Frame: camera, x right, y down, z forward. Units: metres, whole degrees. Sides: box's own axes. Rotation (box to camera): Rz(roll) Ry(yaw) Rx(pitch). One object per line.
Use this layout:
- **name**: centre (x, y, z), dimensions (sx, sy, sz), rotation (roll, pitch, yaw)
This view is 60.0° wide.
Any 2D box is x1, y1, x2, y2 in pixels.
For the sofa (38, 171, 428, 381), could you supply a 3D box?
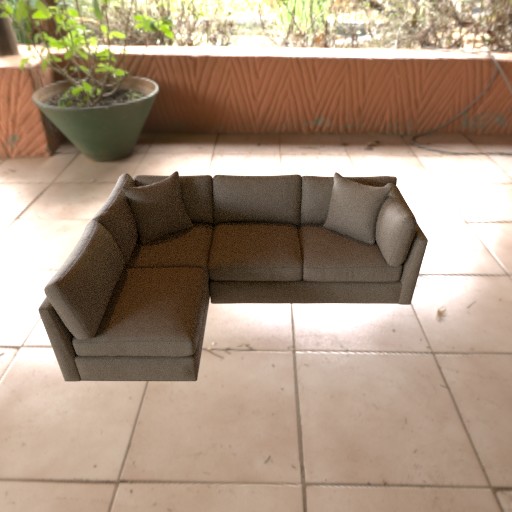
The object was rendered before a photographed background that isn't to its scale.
- **sofa**: centre (0.000, 0.000, 3.857), dimensions (2.896, 0.978, 1.994), rotation (0, 32, 0)
